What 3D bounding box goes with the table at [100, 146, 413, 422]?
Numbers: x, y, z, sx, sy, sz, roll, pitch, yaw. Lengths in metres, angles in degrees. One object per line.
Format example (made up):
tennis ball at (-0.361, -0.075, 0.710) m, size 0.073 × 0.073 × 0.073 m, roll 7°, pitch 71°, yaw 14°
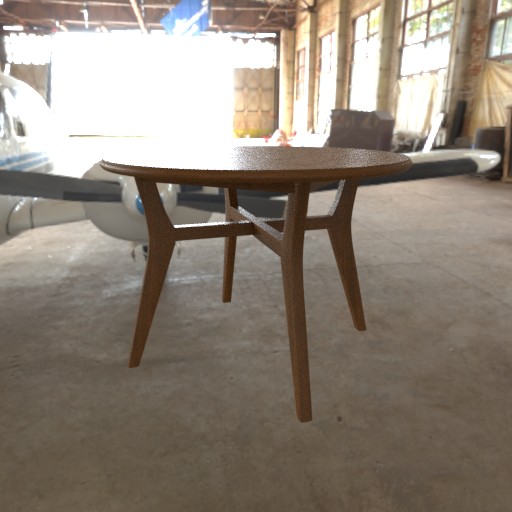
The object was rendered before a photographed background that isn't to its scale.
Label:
table at (0.000, 0.000, 1.684) m, size 1.055 × 0.757 × 1.055 m, roll 0°, pitch 17°, yaw 0°
